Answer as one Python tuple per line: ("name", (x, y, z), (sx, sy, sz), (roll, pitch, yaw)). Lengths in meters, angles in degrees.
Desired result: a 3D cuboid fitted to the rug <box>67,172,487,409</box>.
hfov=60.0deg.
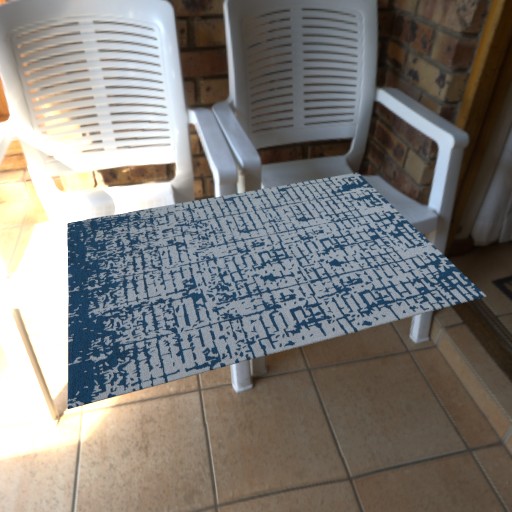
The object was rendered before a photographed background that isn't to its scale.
("rug", (0.000, 0.000, 2.259), (1.828, 0.007, 1.220), (-12, 41, -14))
